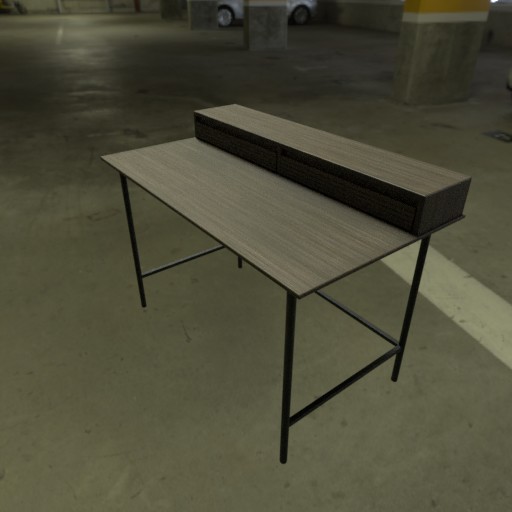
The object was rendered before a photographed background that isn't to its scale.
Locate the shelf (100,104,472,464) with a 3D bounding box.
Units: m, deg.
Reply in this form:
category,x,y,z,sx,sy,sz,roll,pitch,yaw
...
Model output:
category,x,y,z,sx,sy,sz,roll,pitch,yaw
shelf,0.000,0.000,1.747,0.685,0.865,1.212,-22,37,-31
